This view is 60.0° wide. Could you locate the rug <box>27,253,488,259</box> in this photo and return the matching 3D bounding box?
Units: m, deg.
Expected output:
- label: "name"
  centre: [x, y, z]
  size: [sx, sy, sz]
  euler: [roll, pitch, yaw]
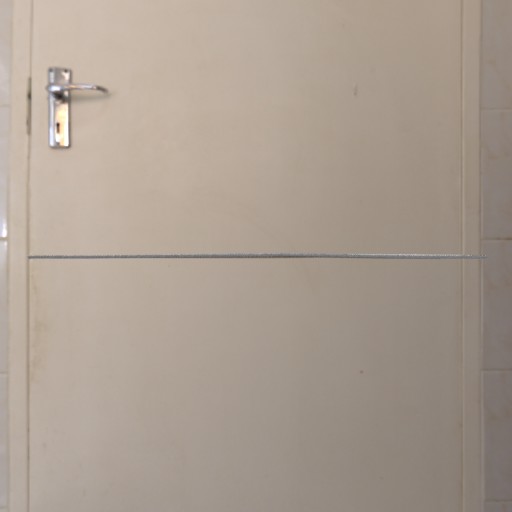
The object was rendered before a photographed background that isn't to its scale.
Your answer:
- label: "rug"
  centre: [0.000, 0.000, 2.583]
  size: [2.341, 0.037, 0.675]
  euler: [0, 0, 1]
